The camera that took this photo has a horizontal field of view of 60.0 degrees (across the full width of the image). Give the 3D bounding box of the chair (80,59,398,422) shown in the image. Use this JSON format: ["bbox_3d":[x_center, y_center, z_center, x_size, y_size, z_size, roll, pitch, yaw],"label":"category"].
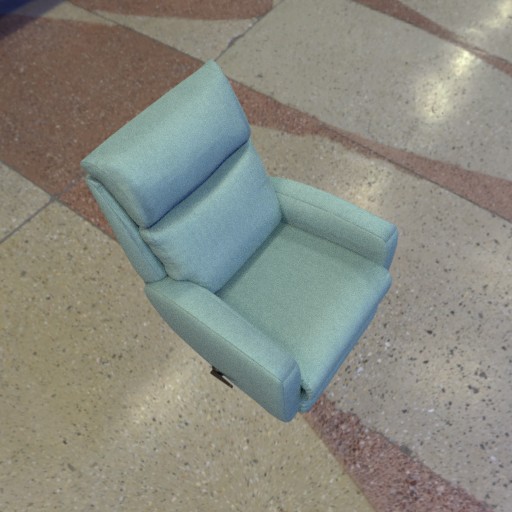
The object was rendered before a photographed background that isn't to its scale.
[{"bbox_3d":[0.000,0.000,1.689,0.940,1.013,0.812,33,65,18],"label":"chair"}]
